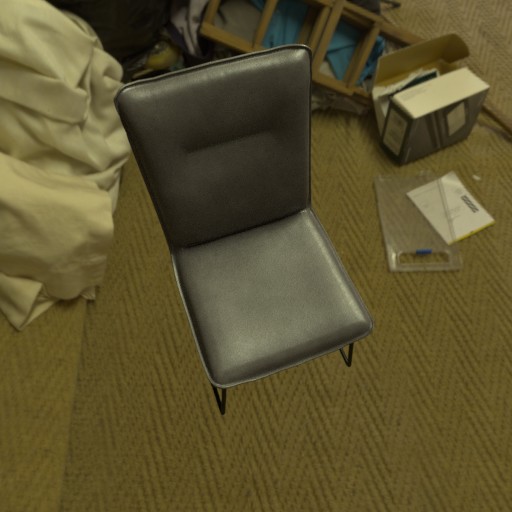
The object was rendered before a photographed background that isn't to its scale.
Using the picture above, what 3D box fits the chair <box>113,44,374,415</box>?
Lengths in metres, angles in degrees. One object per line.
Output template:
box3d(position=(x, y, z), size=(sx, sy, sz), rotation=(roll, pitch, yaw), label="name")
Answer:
box3d(position=(0.000, 0.000, 1.362), size=(0.515, 0.932, 0.688), rotation=(-18, 64, -9), label="chair")
